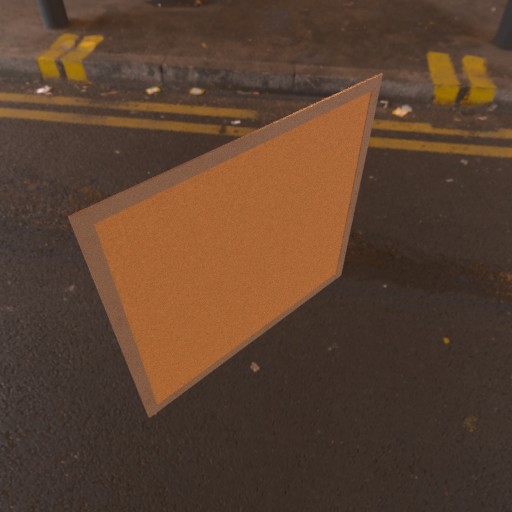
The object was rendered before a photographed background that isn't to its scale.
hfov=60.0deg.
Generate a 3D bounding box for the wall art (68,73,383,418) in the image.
[{"bbox_3d":[0.000,0.000,1.682,1.168,1.067,0.025,-32,54,-27],"label":"wall art"}]
